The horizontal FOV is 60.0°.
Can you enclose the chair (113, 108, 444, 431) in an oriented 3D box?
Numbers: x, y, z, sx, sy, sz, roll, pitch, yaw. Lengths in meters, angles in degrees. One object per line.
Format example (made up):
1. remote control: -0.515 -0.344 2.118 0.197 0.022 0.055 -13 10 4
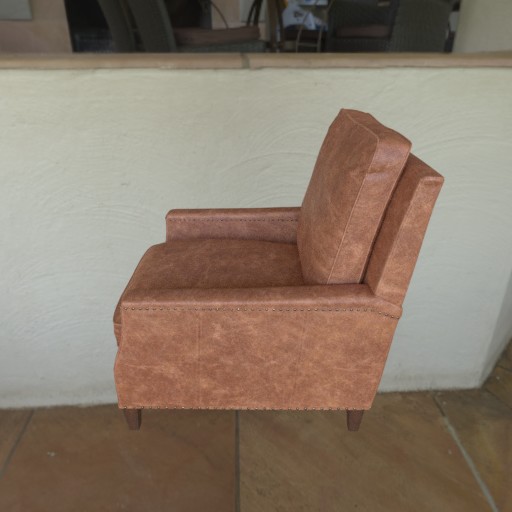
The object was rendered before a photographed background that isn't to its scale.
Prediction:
1. chair: 0.000 0.000 1.771 1.035 1.054 0.854 0 26 0
